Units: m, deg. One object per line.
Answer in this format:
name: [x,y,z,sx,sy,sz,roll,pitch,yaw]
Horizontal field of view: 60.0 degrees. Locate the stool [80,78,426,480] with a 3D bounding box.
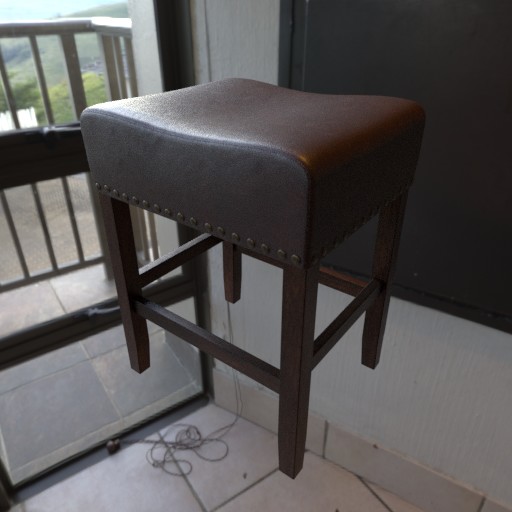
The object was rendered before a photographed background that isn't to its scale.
stool: [0.000,0.000,0.904,0.465,0.608,0.397,21,36,31]
